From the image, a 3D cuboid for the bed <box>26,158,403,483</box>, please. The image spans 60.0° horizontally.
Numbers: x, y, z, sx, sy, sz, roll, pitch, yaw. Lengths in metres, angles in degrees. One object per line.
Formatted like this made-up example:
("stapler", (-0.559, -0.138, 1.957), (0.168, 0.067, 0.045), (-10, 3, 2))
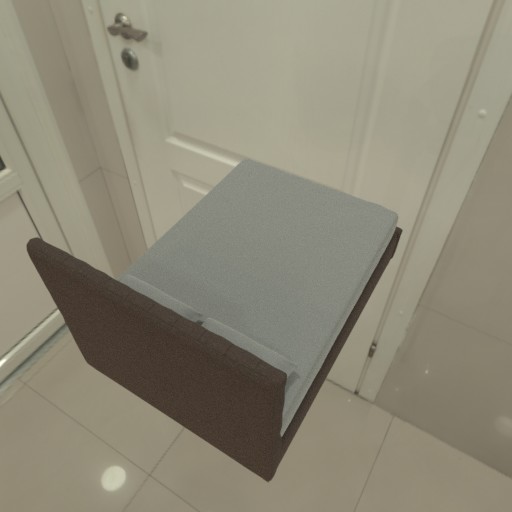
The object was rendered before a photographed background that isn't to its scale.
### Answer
("bed", (0.000, 0.000, 3.421), (1.698, 1.427, 2.387), (24, 52, 21))
